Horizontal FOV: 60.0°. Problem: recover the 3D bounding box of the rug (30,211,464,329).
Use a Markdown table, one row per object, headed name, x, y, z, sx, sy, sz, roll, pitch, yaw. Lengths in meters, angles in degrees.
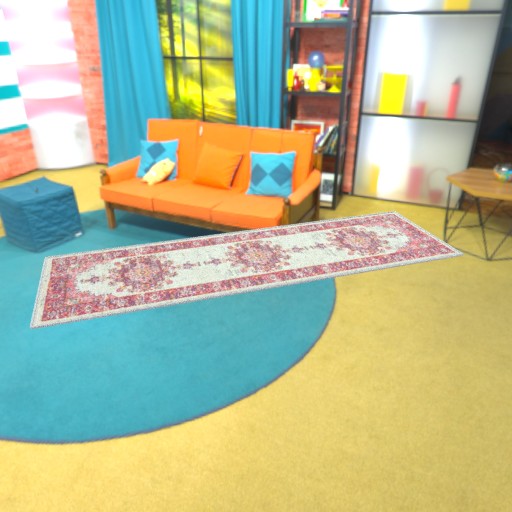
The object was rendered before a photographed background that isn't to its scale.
| name | x | y | z | sx | sy | sz | roll | pitch | yaw |
| --- | --- | --- | --- | --- | --- | --- | --- | --- | --- |
| rug | 0.000 | 0.000 | 2.015 | 1.824 | 0.009 | 0.562 | -8 | 29 | -16 |
